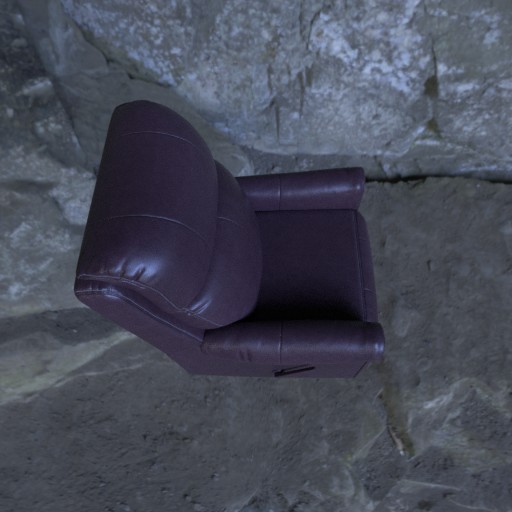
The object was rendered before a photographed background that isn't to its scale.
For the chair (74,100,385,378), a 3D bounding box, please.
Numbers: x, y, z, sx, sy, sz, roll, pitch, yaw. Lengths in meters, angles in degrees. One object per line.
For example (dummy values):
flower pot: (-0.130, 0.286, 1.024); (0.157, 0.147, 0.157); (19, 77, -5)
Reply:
chair: (0.000, 0.000, 1.780); (1.014, 1.054, 0.838); (1, 62, 0)
